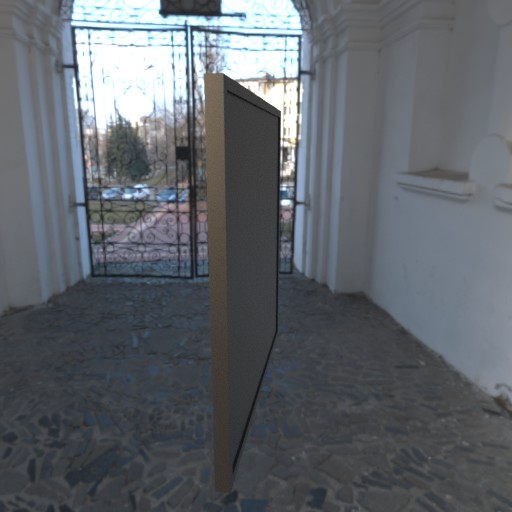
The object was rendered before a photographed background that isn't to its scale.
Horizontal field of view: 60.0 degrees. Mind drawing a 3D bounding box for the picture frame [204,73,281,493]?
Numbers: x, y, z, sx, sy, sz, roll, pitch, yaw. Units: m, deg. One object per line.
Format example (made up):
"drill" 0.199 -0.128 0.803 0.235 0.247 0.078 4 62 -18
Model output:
"picture frame" 0.000 0.000 1.154 0.032 0.775 0.775 2 14 10
